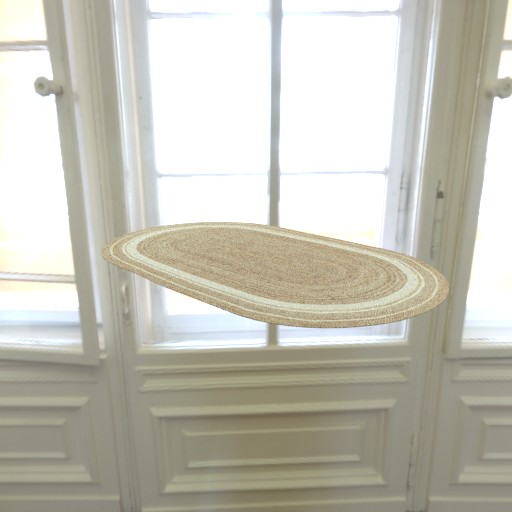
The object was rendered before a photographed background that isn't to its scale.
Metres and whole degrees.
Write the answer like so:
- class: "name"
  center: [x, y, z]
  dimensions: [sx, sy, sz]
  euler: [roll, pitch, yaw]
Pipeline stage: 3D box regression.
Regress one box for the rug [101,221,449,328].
- class: "rug"
  center: [0.000, 0.000, 2.946]
  dimensions: [2.432, 0.006, 1.520]
  euler: [15, 23, 42]
